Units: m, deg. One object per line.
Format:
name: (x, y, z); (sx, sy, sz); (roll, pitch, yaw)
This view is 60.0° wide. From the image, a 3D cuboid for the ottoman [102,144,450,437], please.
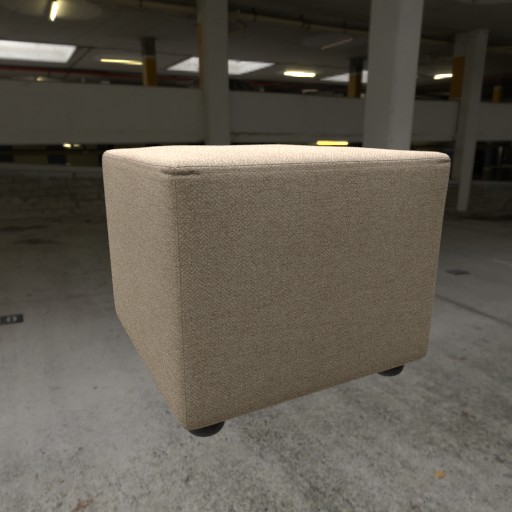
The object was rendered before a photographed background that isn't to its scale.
ottoman: (0.000, 0.000, 0.898); (0.508, 0.432, 0.508); (-8, 17, -27)
